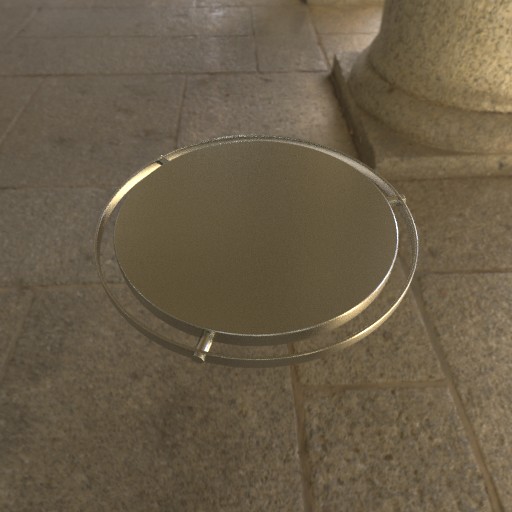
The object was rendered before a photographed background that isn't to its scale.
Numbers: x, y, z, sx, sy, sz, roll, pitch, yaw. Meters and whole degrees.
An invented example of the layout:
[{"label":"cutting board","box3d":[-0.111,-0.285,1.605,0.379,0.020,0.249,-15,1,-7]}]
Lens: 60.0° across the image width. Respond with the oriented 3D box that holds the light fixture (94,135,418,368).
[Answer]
[{"label":"light fixture","box3d":[0.000,0.000,0.552,0.361,0.130,0.361,0,47,0]}]
